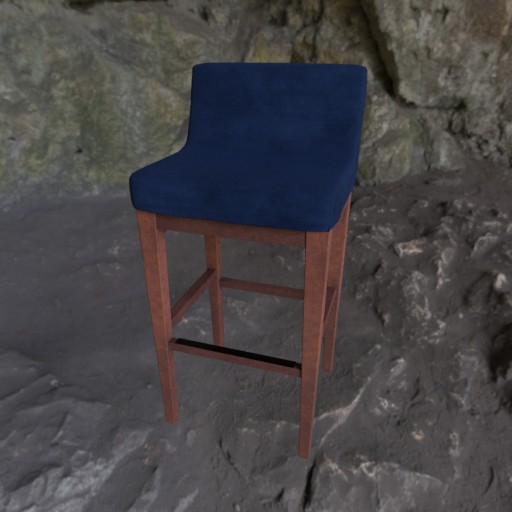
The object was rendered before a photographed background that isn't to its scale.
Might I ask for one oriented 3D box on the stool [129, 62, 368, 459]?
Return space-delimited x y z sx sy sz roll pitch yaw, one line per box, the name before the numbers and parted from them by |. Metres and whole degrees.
stool | 0.000 0.000 1.313 0.511 1.037 0.500 8 27 16
